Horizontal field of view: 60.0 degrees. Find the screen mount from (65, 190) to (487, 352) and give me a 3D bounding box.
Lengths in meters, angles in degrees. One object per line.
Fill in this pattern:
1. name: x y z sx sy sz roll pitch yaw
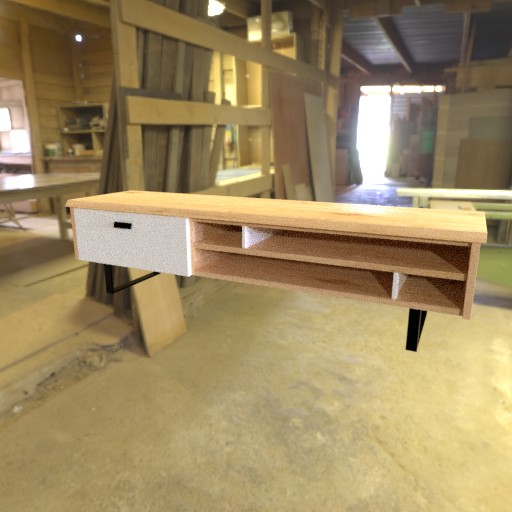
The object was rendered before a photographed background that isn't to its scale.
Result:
1. screen mount: 0.000 0.000 1.888 1.700 0.430 0.450 7 16 25
